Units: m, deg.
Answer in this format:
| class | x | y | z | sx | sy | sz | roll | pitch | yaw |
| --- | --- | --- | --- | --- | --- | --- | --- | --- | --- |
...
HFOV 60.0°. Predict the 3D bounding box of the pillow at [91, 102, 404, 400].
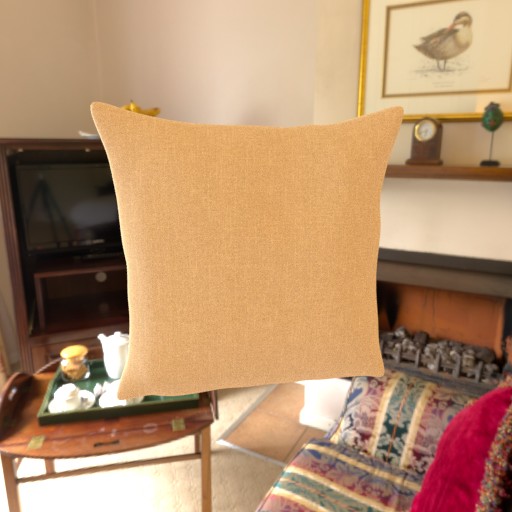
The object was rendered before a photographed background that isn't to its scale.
| class | x | y | z | sx | sy | sz | roll | pitch | yaw |
| --- | --- | --- | --- | --- | --- | --- | --- | --- | --- |
| pillow | 0.000 | 0.000 | 0.663 | 0.436 | 0.432 | 0.138 | -2 | 14 | -10 |
